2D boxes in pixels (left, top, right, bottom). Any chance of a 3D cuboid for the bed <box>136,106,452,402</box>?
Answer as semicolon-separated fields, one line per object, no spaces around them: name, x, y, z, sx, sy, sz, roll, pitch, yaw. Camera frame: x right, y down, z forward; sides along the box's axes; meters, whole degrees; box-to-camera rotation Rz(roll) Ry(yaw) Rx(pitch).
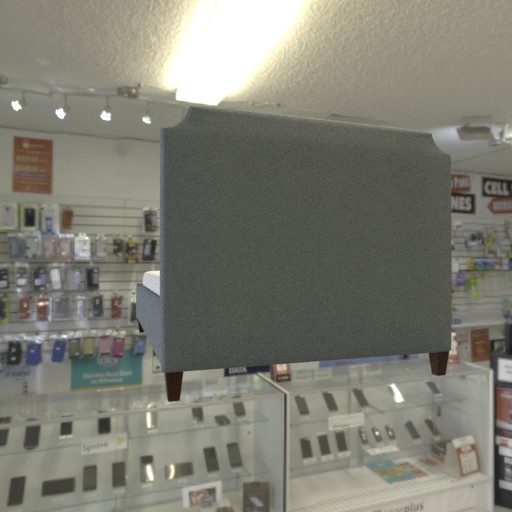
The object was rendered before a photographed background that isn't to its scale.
bed;0.000;0.000;3.461;1.712;1.443;2.372;0;-1;-18
